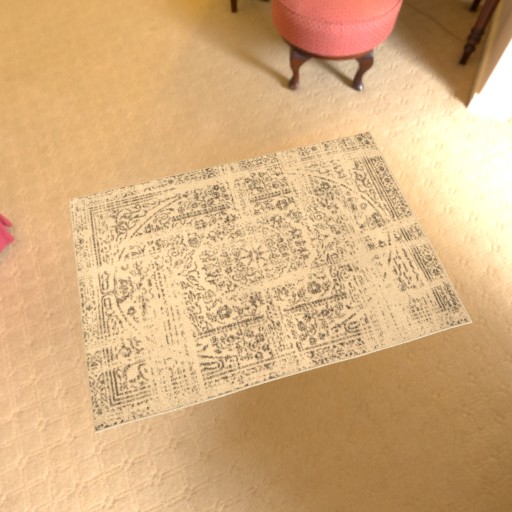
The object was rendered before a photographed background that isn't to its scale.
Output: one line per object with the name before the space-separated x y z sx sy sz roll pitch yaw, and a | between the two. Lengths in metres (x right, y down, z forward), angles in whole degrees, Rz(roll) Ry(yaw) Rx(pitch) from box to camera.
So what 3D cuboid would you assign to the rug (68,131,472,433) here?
rug | 0.000 0.000 3.079 2.438 0.026 1.706 -14 63 -7
